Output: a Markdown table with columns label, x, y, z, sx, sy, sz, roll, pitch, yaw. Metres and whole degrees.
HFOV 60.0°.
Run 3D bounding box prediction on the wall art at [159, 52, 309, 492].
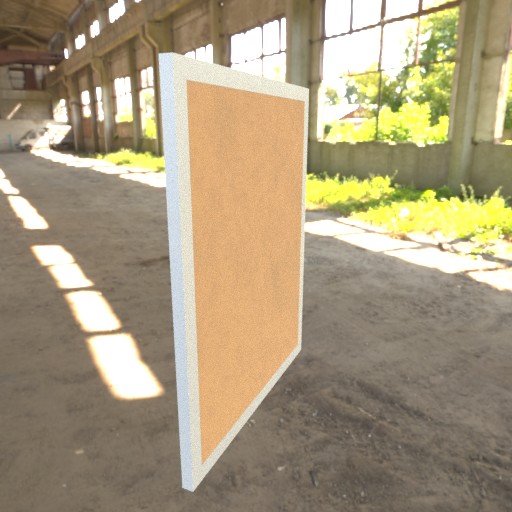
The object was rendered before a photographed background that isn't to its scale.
| label | x | y | z | sx | sy | sz | roll | pitch | yaw |
| --- | --- | --- | --- | --- | --- | --- | --- | --- | --- |
| wall art | 0.000 | 0.000 | 1.074 | 0.026 | 0.811 | 0.661 | 7 | 17 | 24 |
